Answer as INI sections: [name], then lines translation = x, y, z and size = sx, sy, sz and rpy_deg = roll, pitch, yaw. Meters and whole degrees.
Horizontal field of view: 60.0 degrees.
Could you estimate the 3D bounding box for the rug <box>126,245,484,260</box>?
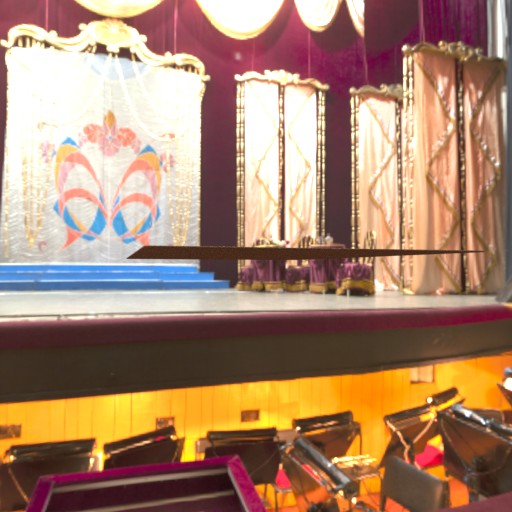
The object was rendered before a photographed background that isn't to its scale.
[rug]
translation = 0.000, 0.000, 2.950
size = 1.593, 0.008, 2.238
rpy_deg = 1, -2, -18
